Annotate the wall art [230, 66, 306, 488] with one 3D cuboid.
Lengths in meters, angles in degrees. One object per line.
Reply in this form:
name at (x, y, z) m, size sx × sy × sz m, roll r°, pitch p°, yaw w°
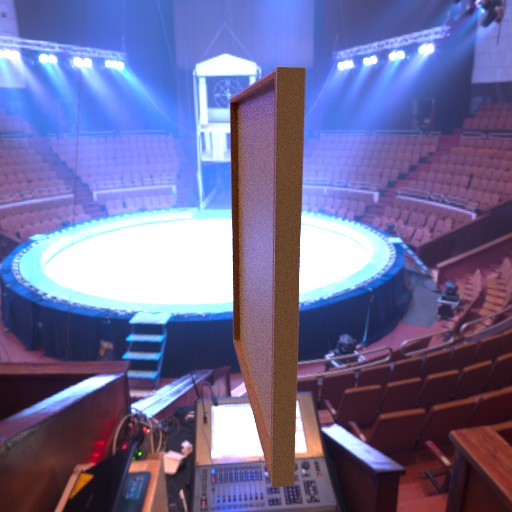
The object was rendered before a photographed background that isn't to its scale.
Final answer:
wall art at (0.000, 0.000, 0.849) m, size 0.037 × 0.606 × 0.508 m, roll -3°, pitch 16°, yaw -9°
